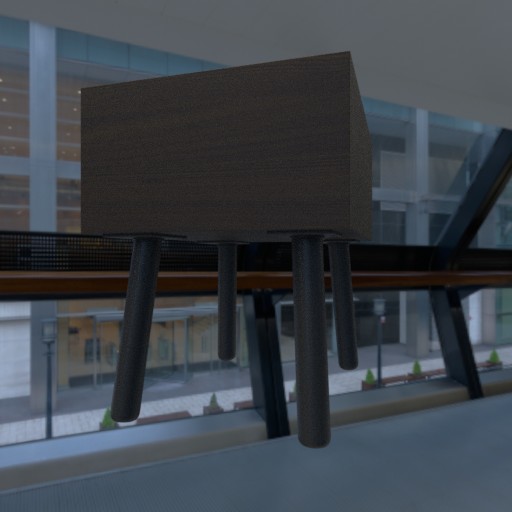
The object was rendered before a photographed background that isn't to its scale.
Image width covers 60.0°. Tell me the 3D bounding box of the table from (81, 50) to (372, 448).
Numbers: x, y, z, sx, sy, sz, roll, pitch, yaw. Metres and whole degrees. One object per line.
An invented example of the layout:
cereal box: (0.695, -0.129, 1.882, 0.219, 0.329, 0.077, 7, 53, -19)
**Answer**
table: (0.000, 0.000, 0.777, 0.370, 0.470, 0.450, 0, 0, 18)
